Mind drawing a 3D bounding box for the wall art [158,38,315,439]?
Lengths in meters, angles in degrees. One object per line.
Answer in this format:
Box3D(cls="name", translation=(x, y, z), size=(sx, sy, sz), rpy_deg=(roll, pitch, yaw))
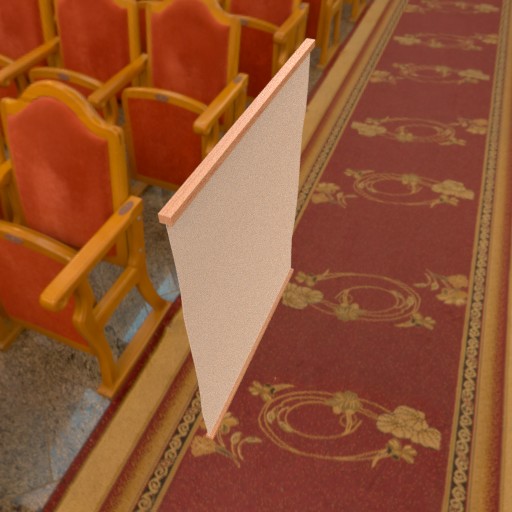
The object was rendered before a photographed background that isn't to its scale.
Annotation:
Box3D(cls="wall art", translation=(0.000, 0.000, 0.693), size=(0.013, 0.508, 0.406), rpy_deg=(17, 50, 15))
